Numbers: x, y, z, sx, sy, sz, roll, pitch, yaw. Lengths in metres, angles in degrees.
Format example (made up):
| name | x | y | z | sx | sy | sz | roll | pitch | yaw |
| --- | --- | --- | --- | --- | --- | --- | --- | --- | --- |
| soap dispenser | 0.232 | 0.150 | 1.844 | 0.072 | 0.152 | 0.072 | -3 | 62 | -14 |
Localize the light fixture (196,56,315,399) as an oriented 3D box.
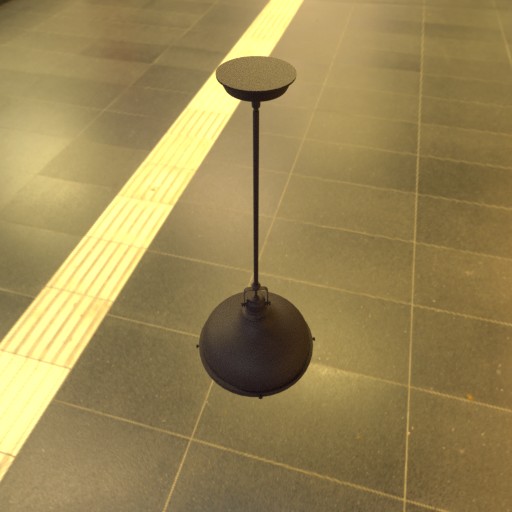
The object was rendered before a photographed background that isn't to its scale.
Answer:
| name | x | y | z | sx | sy | sz | roll | pitch | yaw |
| --- | --- | --- | --- | --- | --- | --- | --- | --- | --- |
| light fixture | 0.000 | 0.000 | 1.017 | 0.341 | 0.849 | 0.341 | -3 | 46 | -3 |
